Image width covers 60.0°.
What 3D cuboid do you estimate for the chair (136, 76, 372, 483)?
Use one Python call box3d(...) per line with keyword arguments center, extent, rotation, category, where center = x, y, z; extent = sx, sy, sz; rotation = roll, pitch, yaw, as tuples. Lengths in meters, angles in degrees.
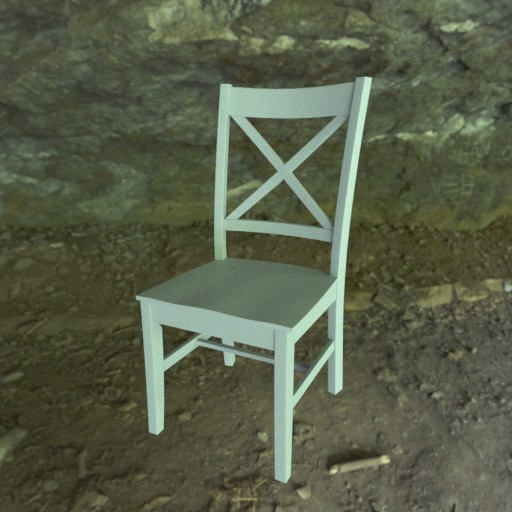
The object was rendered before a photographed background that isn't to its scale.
box3d(center=(0.000, 0.000, 1.279), extent=(0.485, 0.983, 0.542), rotation=(8, 18, 26), category="chair")
